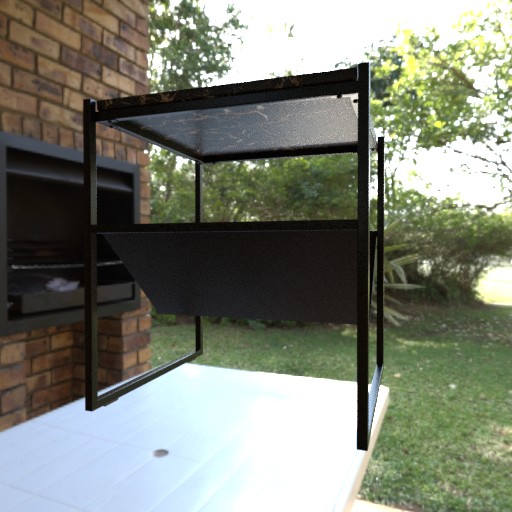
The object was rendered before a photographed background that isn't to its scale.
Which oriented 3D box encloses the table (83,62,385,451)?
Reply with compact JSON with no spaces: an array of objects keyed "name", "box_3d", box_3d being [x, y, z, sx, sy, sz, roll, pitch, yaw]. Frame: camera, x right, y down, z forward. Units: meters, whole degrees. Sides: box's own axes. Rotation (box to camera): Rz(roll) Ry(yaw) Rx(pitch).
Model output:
[{"name":"table","box_3d":[0.000,0.000,0.879,0.469,0.534,0.432,0,1,19]}]
